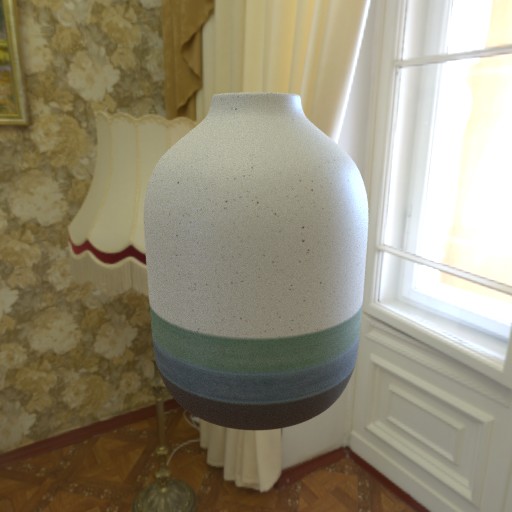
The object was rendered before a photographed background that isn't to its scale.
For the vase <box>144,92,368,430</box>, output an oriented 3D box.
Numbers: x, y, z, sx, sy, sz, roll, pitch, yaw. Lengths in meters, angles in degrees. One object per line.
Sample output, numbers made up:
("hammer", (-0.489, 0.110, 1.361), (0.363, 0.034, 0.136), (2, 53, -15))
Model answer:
("vase", (0.000, 0.000, 0.352), (0.169, 0.240, 0.169), (0, 16, 0))
